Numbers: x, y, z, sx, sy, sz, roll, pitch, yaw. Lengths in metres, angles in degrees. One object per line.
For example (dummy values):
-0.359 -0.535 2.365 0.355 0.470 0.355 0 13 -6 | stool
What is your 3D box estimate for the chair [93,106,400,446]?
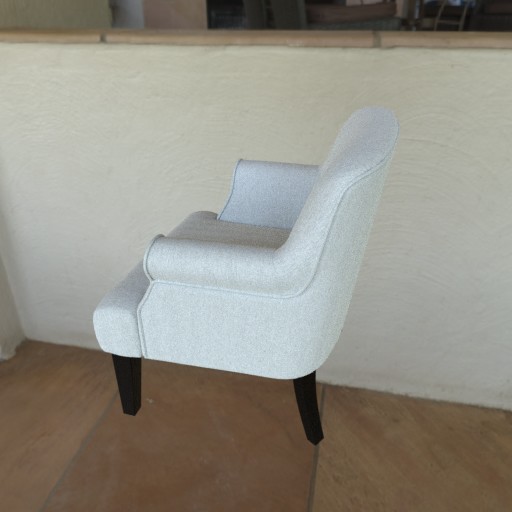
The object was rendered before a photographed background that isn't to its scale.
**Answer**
0.000 0.000 1.397 0.750 0.875 0.781 8 29 14 | chair
